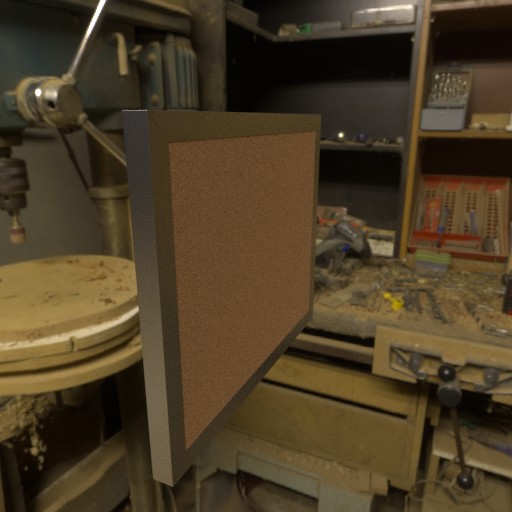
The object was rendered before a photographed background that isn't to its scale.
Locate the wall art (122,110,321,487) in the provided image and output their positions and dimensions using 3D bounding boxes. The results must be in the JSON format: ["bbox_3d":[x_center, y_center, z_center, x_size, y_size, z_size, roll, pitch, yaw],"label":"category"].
[{"bbox_3d":[0.000,0.000,0.743,0.032,0.456,0.557,8,19,24],"label":"wall art"}]
